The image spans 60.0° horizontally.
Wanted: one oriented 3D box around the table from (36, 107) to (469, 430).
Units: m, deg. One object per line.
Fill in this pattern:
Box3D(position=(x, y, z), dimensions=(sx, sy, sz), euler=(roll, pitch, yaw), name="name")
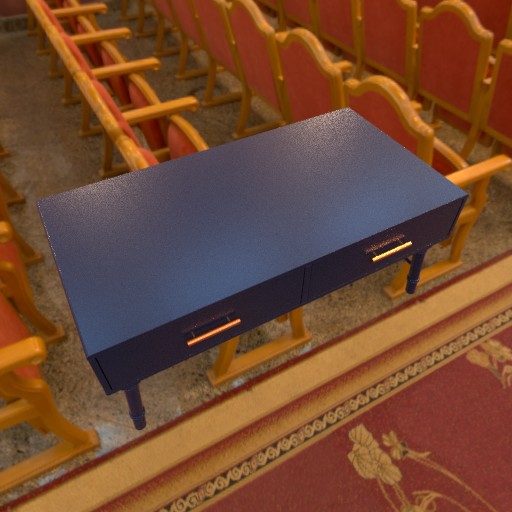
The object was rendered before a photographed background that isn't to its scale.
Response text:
Box3D(position=(0.000, 0.000, 1.383), dimensions=(1.067, 0.457, 0.572), euler=(-22, 51, -19), name="table")
